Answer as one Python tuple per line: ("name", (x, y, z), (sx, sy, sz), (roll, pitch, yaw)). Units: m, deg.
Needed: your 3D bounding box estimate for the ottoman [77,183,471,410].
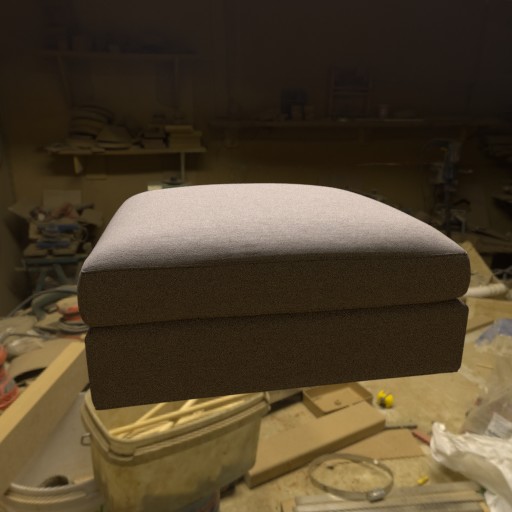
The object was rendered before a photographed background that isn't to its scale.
("ottoman", (0.000, 0.000, 1.605), (1.041, 0.470, 1.041), (-3, 16, -10))
